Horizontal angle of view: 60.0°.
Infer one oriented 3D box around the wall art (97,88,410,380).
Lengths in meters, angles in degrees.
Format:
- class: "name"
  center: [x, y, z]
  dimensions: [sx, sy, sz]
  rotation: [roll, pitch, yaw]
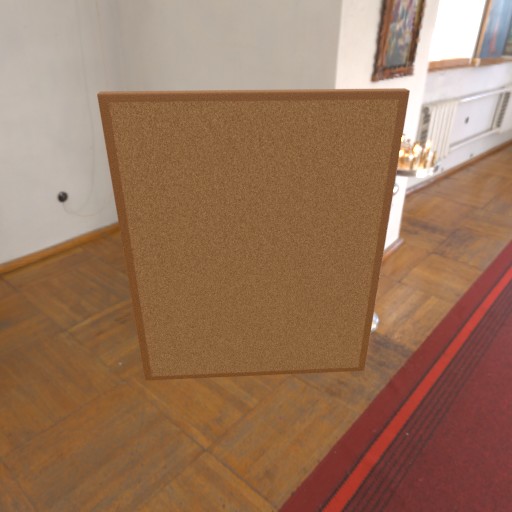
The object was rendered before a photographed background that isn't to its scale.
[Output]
- class: "wall art"
  center: [0.000, 0.000, 0.783]
  dimensions: [0.452, 0.553, 0.022]
  rotation: [-2, 29, -3]
